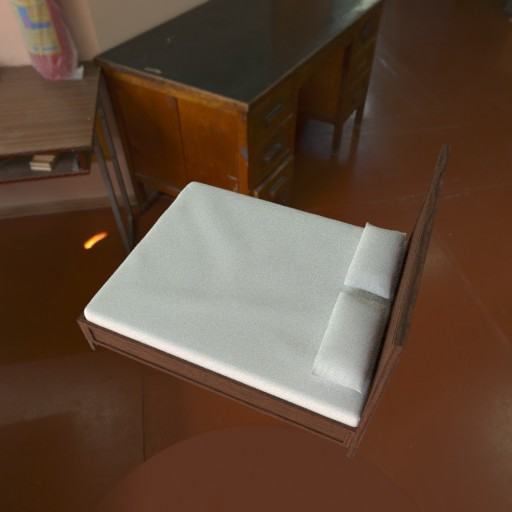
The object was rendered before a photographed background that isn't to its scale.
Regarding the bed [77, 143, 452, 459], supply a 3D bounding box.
[{"bbox_3d":[0.000,0.000,3.391,2.218,1.487,1.765,17,50,15],"label":"bed"}]
